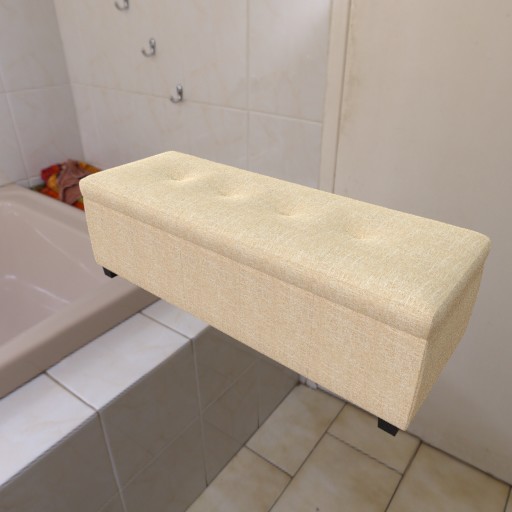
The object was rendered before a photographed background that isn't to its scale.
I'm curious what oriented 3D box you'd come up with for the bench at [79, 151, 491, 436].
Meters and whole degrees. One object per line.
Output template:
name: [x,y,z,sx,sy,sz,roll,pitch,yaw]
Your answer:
bench: [0.000,0.000,1.402,1.219,0.406,0.432,22,36,33]
